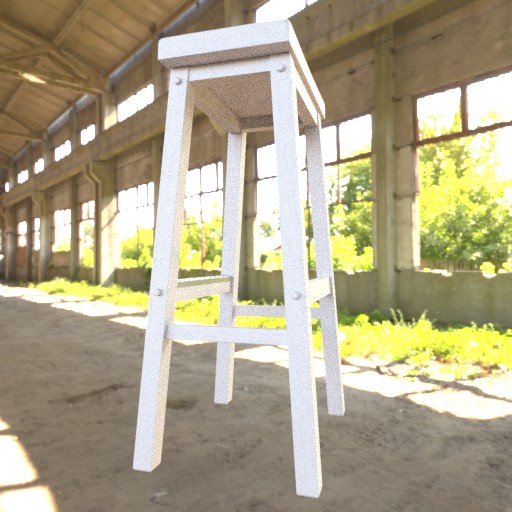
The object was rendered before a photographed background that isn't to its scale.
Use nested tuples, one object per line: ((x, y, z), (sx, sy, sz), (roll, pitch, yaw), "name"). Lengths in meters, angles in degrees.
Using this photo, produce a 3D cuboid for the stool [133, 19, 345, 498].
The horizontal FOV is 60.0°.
((0.000, 0.000, 0.916), (0.322, 0.742, 0.406), (0, -1, 17), "stool")
